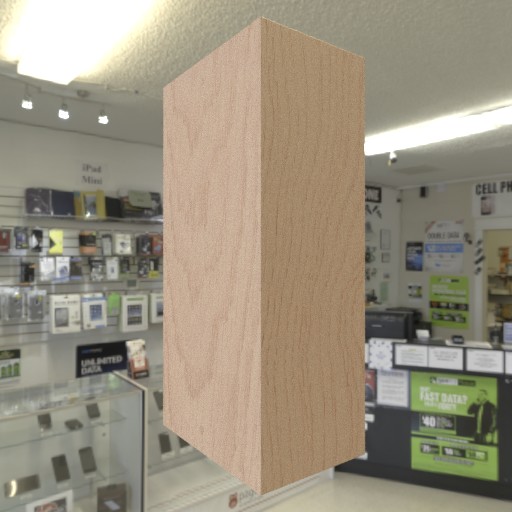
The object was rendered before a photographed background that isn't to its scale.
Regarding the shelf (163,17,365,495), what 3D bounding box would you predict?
[{"bbox_3d":[0.000,0.000,0.730,0.200,0.600,0.290,0,0,-36],"label":"shelf"}]
